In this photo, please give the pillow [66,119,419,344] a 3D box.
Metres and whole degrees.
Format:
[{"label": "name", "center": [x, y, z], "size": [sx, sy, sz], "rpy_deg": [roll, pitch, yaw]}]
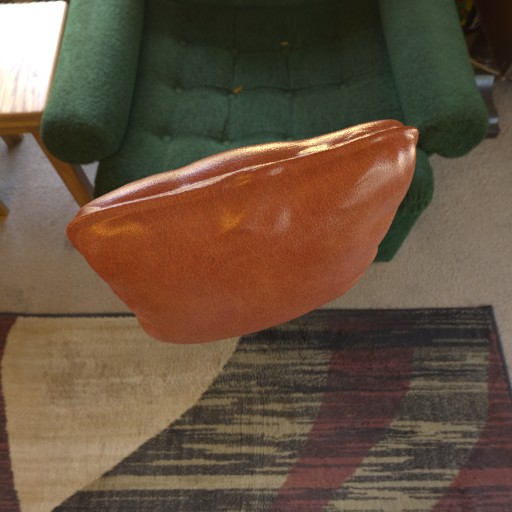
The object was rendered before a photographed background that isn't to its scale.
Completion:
[{"label": "pillow", "center": [0.000, 0.000, 0.831], "size": [0.532, 0.523, 0.236], "rpy_deg": [-17, 65, -8]}]
